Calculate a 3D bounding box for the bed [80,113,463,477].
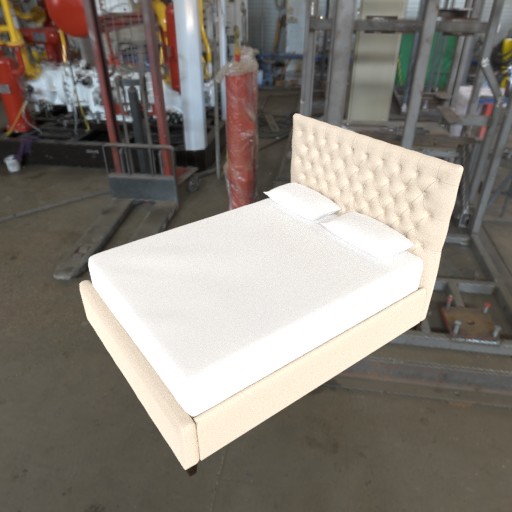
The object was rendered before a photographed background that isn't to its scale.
[{"bbox_3d":[0.000,0.000,3.314,2.233,1.426,1.696,-22,38,-30],"label":"bed"}]
